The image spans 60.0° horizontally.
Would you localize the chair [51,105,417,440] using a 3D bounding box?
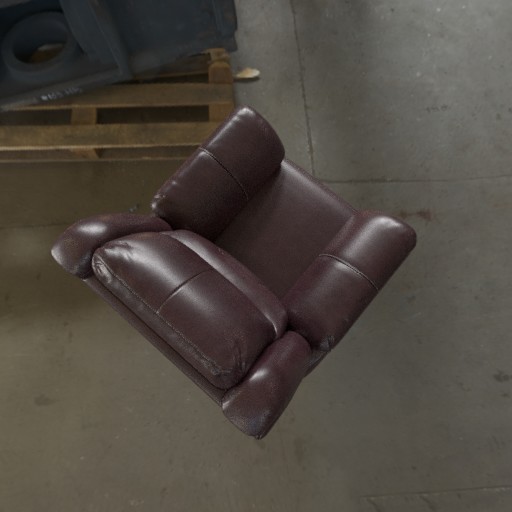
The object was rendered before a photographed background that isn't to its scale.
[{"bbox_3d":[0.000,0.000,1.876,0.990,1.093,1.041,39,78,10],"label":"chair"}]
